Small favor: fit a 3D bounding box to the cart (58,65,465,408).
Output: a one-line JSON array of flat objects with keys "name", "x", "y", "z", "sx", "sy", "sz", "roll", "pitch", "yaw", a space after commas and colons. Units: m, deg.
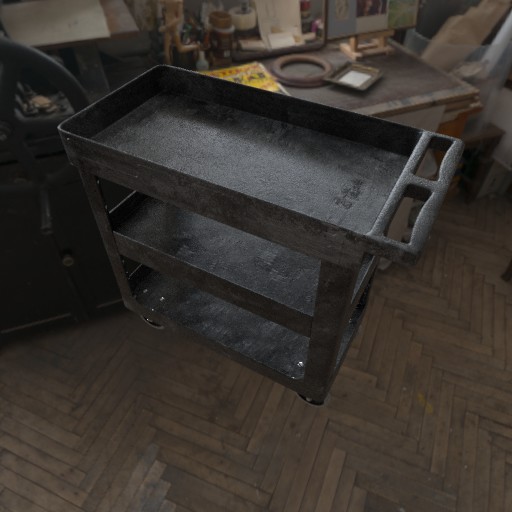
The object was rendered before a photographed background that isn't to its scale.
[{"name": "cart", "x": 0.000, "y": 0.000, "z": 1.331, "sx": 0.877, "sy": 0.824, "sz": 0.420, "roll": 22, "pitch": 50, "yaw": 19}]
